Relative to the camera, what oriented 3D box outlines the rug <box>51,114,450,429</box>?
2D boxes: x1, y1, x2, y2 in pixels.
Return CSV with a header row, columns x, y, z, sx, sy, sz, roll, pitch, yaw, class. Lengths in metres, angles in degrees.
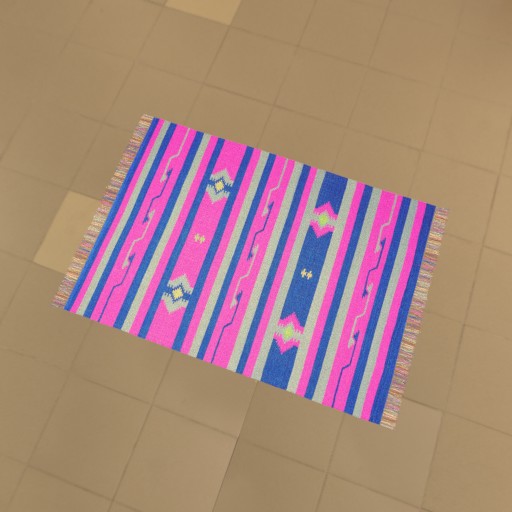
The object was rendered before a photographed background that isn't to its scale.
x,y,z,sx,sy,sz,roll,pitch,yaw,class
0.000,0.000,3.000,2.350,0.013,1.539,19,75,5,rug
